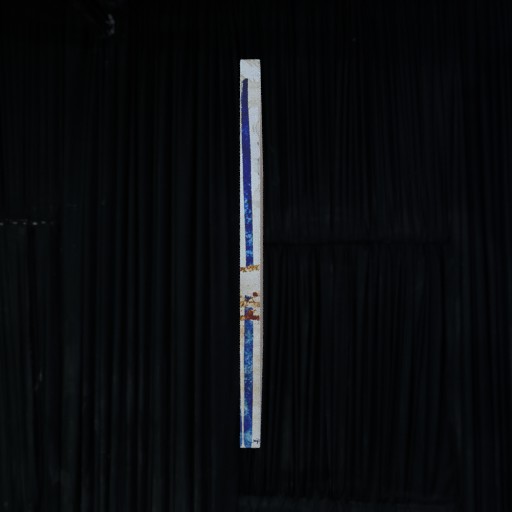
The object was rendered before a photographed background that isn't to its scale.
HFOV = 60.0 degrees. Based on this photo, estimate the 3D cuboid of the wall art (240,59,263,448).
[{"bbox_3d":[0.000,0.000,1.154,0.030,0.609,0.919,0,-1,1],"label":"wall art"}]
